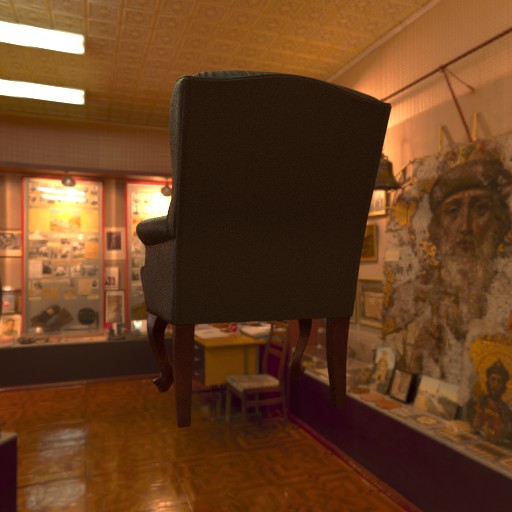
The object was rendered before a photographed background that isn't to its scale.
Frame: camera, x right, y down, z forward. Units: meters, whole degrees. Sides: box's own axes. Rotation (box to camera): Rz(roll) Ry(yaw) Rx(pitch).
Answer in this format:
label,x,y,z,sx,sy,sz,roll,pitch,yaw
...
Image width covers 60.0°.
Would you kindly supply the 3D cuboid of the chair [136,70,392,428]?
label,x,y,z,sx,sy,sz,roll,pitch,yaw
chair,0.000,0.000,1.649,0.838,1.111,0.762,0,-1,-19
